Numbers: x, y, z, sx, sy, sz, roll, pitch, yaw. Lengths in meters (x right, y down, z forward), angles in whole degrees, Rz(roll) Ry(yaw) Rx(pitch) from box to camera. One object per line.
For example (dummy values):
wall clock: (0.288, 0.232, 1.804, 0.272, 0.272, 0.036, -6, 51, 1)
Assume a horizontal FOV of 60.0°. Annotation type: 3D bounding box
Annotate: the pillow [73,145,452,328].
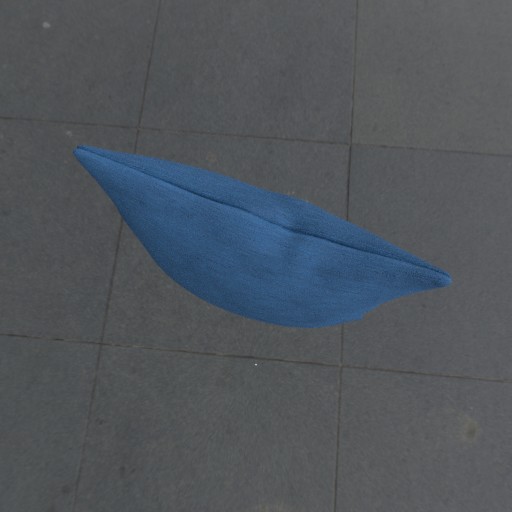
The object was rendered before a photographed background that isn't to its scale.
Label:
pillow: (0.000, 0.000, 0.676, 0.437, 0.420, 0.177, 20, 77, 5)
